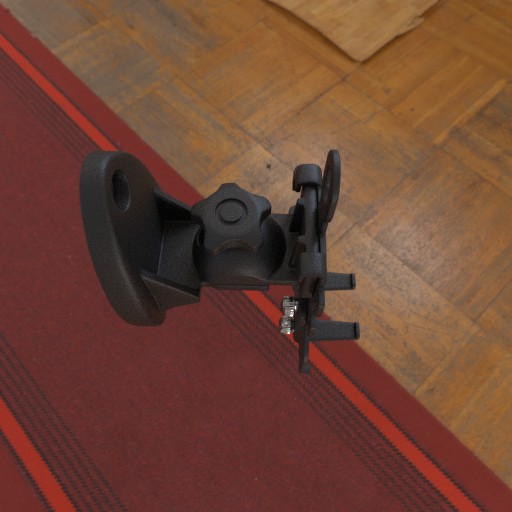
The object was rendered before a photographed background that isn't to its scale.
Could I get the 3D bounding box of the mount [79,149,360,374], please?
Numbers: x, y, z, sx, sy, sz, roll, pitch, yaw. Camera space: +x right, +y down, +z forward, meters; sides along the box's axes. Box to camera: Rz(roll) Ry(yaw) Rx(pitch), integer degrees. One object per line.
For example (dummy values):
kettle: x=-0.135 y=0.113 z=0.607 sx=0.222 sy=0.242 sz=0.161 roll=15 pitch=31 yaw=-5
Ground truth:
mount: x=0.000 y=0.000 z=0.174 sx=0.100 sy=0.118 sz=0.066 roll=1 pitch=63 yaw=1
